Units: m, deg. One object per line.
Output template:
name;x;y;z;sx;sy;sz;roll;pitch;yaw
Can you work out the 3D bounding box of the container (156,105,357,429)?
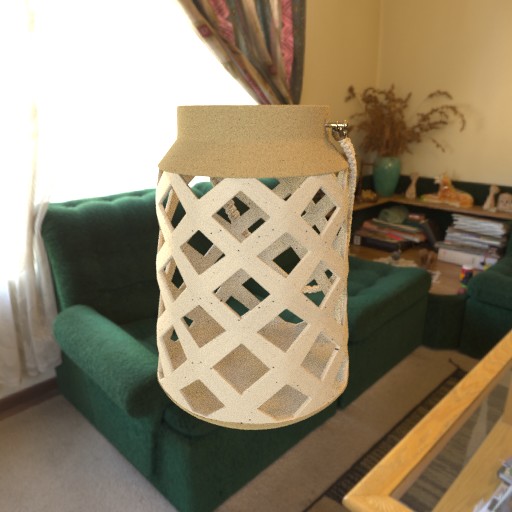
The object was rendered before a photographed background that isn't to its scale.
container;0.000;0.000;0.357;0.163;0.229;0.172;10;21;27
